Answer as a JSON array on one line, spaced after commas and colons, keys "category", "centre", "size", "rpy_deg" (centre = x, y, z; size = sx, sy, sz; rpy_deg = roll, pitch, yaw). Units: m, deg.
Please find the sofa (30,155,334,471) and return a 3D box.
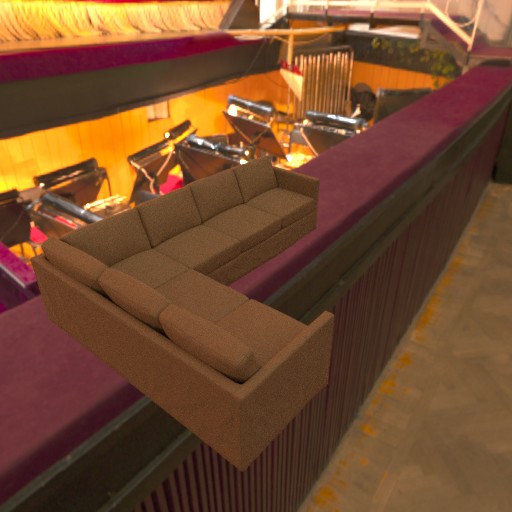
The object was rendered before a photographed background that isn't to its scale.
[{"category": "sofa", "centre": [0.000, 0.000, 4.297], "size": [2.432, 0.871, 3.182], "rpy_deg": [23, 38, 33]}]
